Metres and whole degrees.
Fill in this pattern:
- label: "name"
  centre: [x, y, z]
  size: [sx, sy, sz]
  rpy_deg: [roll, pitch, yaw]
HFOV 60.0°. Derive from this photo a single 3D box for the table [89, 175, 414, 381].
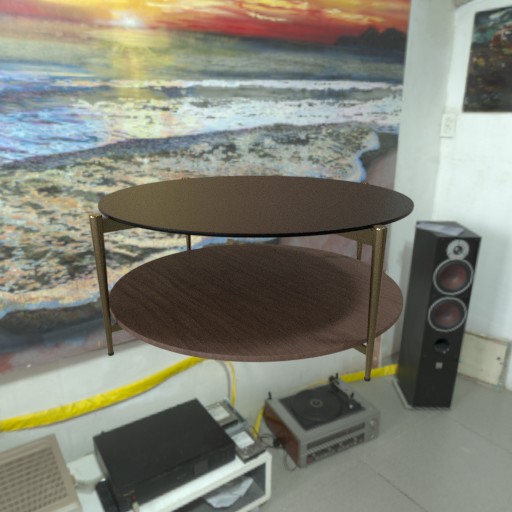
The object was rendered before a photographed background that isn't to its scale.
- label: "table"
  centre: [0.000, 0.000, 1.449]
  size: [0.938, 0.400, 0.938]
  rpy_deg: [8, 19, 24]
